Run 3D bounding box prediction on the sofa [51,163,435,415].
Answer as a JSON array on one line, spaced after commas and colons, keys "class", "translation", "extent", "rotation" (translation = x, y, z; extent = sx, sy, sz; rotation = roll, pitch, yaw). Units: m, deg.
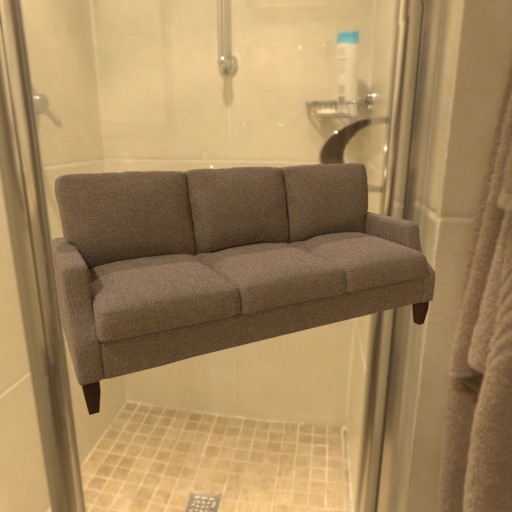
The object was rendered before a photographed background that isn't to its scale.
[{"class": "sofa", "translation": [0.000, 0.000, 2.584], "extent": [2.115, 0.984, 0.888], "rotation": [-8, 17, -27]}]
